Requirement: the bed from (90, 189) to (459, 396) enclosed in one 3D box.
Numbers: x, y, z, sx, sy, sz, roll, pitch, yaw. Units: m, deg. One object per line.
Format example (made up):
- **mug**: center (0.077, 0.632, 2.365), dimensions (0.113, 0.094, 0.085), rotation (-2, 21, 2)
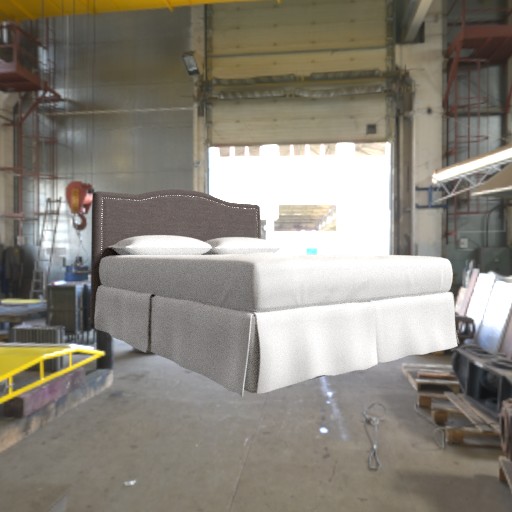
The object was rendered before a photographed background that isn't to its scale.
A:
- **bed**: center (0.000, 0.000, 3.944), dimensions (2.161, 1.457, 2.689), rotation (0, 1, -37)
